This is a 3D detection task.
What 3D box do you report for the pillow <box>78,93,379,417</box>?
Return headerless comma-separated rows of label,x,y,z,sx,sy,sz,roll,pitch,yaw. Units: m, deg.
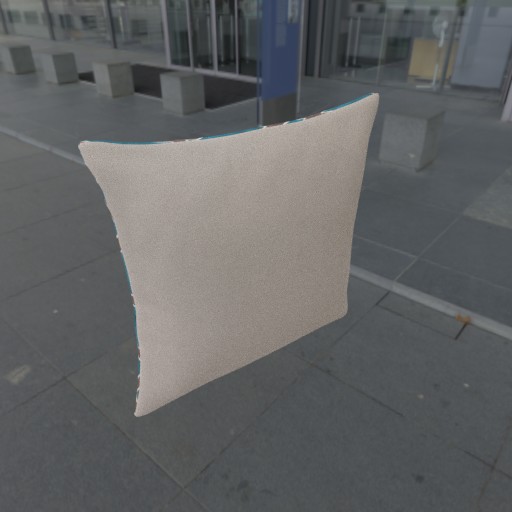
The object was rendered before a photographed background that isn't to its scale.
pillow,0.000,0.000,0.795,0.526,0.507,0.166,-20,37,-29
